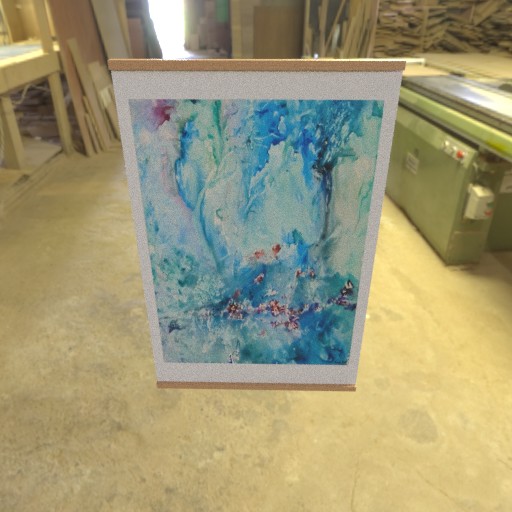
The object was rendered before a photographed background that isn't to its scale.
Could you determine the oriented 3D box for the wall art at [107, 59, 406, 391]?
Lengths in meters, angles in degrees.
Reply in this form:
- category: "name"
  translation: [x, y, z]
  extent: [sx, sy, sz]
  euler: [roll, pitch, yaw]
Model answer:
- category: "wall art"
  translation: [0.000, 0.000, 1.857]
  extent: [0.991, 1.510, 0.040]
  euler: [1, 29, 1]
